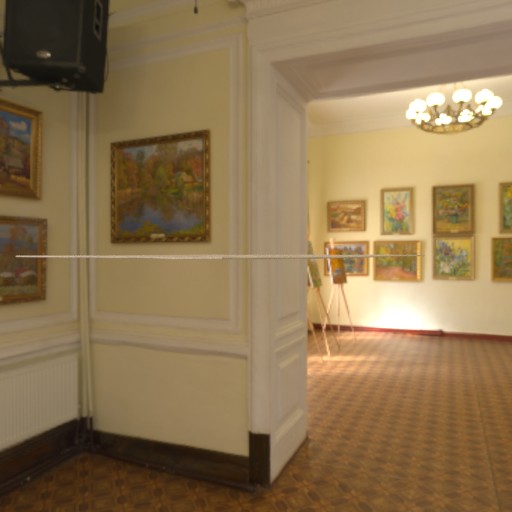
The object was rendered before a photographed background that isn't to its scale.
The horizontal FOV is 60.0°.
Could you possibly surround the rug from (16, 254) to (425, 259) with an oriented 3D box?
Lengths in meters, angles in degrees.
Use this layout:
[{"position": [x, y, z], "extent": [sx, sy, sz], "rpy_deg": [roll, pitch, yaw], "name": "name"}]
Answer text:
[{"position": [0.000, 0.000, 2.994], "extent": [1.527, 0.016, 2.442], "rpy_deg": [0, 0, 37], "name": "rug"}]
